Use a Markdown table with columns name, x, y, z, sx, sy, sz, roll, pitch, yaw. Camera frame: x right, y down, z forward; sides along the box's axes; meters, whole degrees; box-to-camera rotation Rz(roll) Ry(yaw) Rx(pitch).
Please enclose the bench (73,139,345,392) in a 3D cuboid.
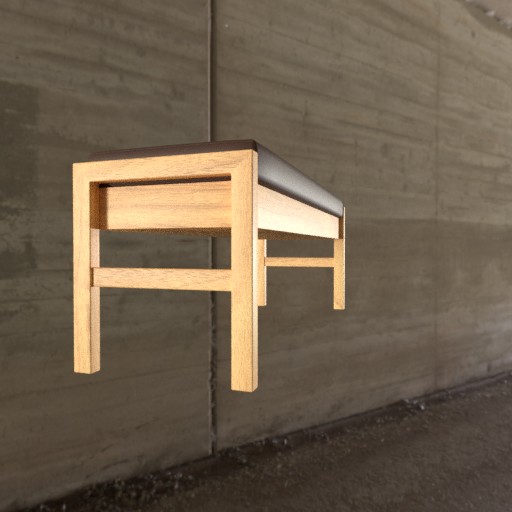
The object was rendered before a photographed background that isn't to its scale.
| name | x | y | z | sx | sy | sz | roll | pitch | yaw |
| --- | --- | --- | --- | --- | --- | --- | --- | --- | --- |
| bench | 0.000 | 0.000 | 1.441 | 0.405 | 0.480 | 1.200 | 0 | 1 | 19 |
